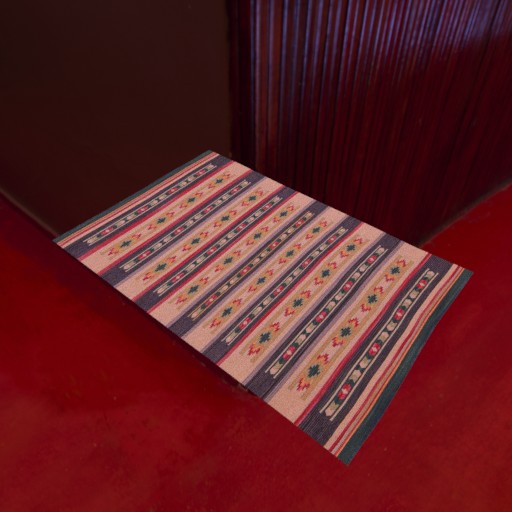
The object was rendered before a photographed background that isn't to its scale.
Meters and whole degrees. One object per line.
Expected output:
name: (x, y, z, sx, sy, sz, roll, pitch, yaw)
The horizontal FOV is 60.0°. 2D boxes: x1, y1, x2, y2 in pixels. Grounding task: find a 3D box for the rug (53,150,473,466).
rug: (0.000, 0.000, 2.882, 2.311, 0.010, 1.522, 30, 51, 27)
